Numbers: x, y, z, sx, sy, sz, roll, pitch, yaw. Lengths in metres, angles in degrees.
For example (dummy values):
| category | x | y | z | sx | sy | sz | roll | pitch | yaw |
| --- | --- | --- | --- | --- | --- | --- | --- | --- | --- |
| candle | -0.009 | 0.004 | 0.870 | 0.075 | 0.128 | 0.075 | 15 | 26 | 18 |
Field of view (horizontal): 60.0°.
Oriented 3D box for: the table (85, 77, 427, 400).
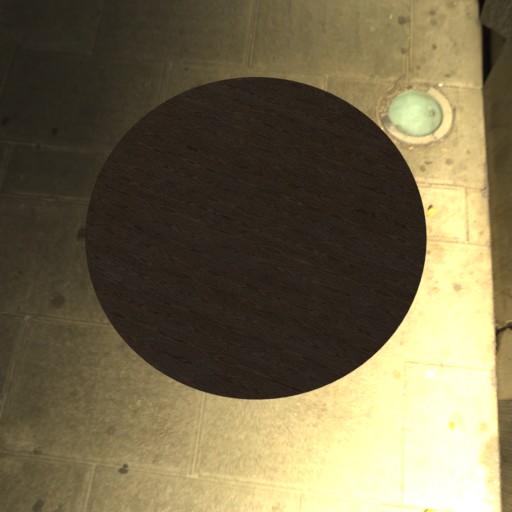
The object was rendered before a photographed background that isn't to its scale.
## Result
| category | x | y | z | sx | sy | sz | roll | pitch | yaw |
| --- | --- | --- | --- | --- | --- | --- | --- | --- | --- |
| table | 0.000 | 0.000 | 1.752 | 1.053 | 0.786 | 1.053 | 0 | 74 | 0 |
